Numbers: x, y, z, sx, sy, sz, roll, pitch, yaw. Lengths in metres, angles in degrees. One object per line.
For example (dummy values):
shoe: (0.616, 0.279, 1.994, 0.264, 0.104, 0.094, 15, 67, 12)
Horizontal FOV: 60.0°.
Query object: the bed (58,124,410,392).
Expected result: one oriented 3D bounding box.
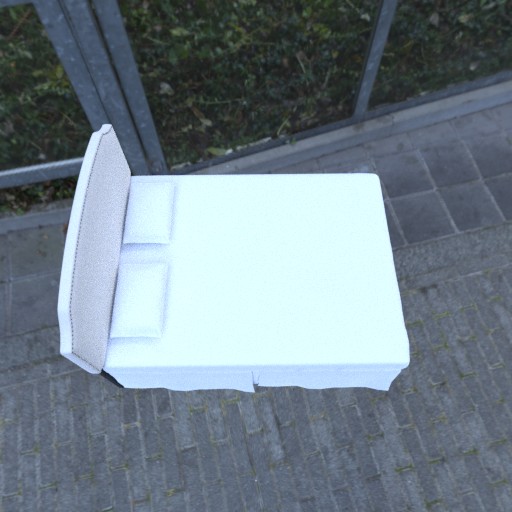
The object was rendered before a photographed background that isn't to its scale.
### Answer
bed: (0.000, 0.000, 2.967, 1.999, 1.270, 1.558, -1, 63, 0)
